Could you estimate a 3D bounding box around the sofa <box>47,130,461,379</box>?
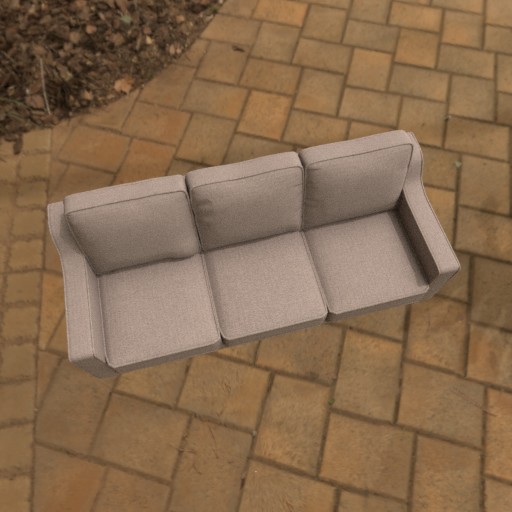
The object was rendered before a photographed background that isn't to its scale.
[{"bbox_3d":[0.000,0.000,2.603,2.129,0.950,0.899,-13,65,-6],"label":"sofa"}]
